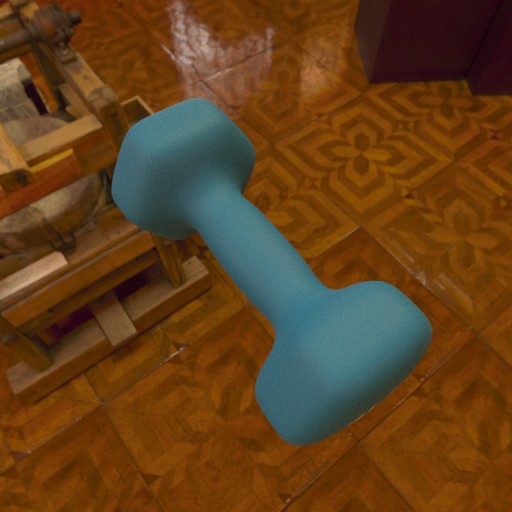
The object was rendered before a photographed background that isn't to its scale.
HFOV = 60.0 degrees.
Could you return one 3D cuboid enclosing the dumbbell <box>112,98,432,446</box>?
[{"bbox_3d":[0.000,0.000,0.191,0.074,0.066,0.152,-31,64,-17],"label":"dumbbell"}]
